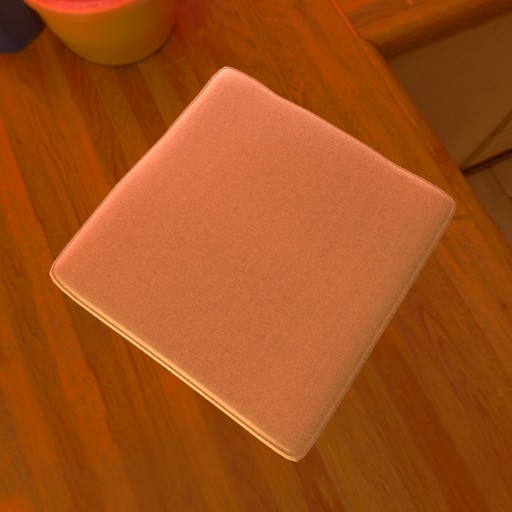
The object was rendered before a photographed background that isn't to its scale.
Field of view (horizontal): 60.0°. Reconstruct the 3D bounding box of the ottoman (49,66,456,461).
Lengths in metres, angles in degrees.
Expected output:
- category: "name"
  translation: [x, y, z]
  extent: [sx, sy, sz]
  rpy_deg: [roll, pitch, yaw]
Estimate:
- category: "ottoman"
  translation: [0.000, 0.000, 1.389]
  extent: [0.838, 0.503, 0.838]
  rpy_deg: [34, 76, 9]
